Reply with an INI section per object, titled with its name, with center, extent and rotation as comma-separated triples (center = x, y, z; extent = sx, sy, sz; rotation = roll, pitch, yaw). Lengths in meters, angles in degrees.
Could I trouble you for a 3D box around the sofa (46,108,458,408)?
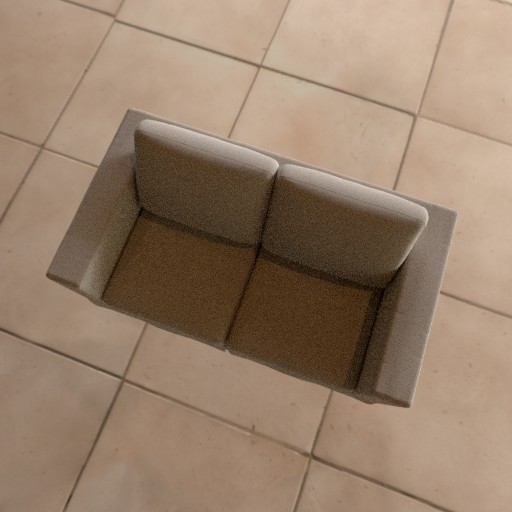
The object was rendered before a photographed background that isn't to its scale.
[sofa]
center = 0.000, 0.000, 2.350
extent = 1.813, 0.932, 1.009
rotation = 19, 75, 5
